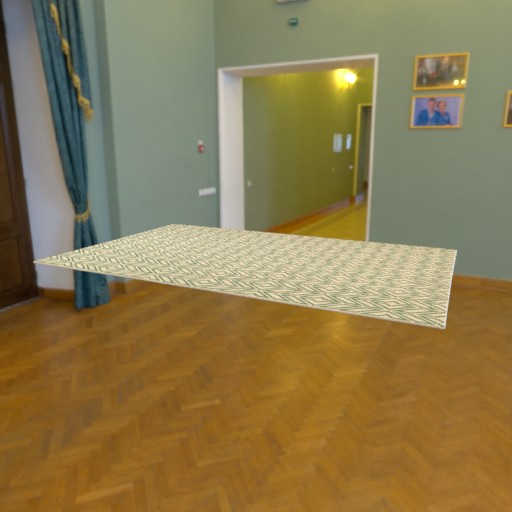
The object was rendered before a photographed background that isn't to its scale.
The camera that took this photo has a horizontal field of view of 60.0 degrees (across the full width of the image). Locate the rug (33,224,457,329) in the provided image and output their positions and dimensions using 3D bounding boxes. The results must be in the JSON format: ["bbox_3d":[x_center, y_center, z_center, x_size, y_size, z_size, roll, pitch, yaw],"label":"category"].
[{"bbox_3d":[0.000,0.000,2.986,2.435,0.011,1.517,7,16,25],"label":"rug"}]
